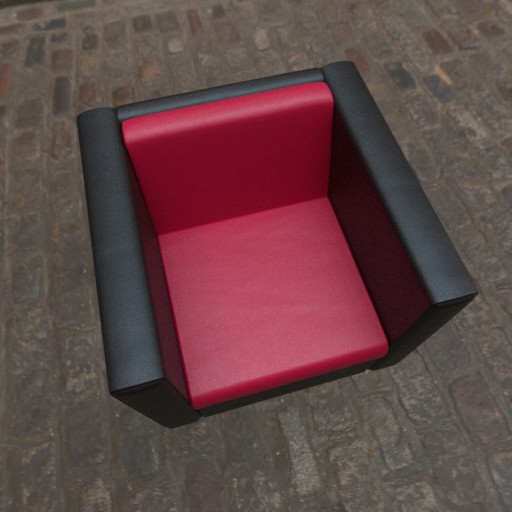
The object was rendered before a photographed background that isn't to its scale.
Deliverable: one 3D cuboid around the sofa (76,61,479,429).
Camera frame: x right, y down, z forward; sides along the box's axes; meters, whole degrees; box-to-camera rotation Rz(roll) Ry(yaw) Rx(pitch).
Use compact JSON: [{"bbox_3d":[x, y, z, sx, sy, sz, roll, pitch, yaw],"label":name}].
[{"bbox_3d":[0.000,0.000,1.416,0.839,0.724,0.809,-14,64,-7],"label":"sofa"}]
